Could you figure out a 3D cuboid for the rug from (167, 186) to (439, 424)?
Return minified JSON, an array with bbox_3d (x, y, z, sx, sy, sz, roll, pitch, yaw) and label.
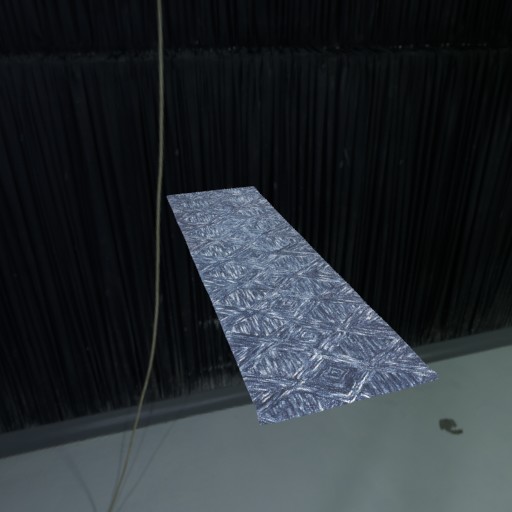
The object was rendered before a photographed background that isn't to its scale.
[{"bbox_3d":[0.000,0.000,2.533,0.719,0.013,2.306,-9,29,-16],"label":"rug"}]
